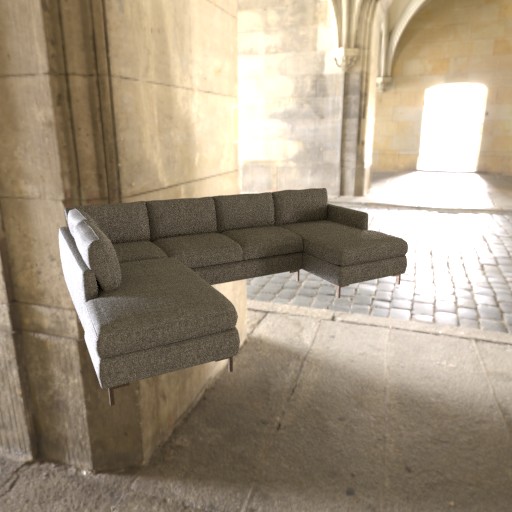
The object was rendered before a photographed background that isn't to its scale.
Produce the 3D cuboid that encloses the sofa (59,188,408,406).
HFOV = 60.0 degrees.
[{"bbox_3d":[0.000,0.000,3.503,2.737,0.756,1.879,-9,18,-27],"label":"sofa"}]
